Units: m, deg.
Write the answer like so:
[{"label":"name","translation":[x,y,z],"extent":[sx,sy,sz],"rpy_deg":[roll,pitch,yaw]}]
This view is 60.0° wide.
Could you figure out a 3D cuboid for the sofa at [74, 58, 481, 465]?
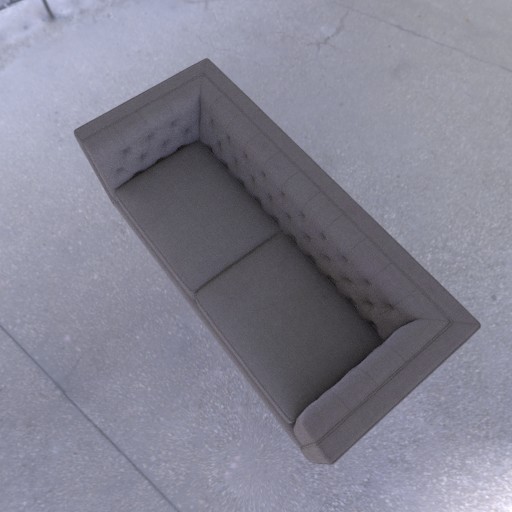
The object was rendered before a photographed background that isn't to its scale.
[{"label":"sofa","translation":[0.000,0.000,2.190],"extent":[0.775,0.762,1.778],"rpy_deg":[-36,70,-15]}]
